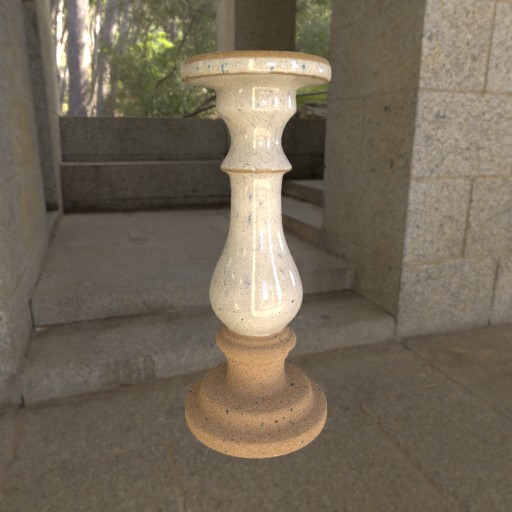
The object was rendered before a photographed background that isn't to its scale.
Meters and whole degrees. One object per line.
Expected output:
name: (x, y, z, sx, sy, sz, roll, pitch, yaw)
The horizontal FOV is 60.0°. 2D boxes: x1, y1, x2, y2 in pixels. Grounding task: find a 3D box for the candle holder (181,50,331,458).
candle holder: (0.000, 0.000, 0.251, 0.088, 0.203, 0.088, 0, 15, 0)
